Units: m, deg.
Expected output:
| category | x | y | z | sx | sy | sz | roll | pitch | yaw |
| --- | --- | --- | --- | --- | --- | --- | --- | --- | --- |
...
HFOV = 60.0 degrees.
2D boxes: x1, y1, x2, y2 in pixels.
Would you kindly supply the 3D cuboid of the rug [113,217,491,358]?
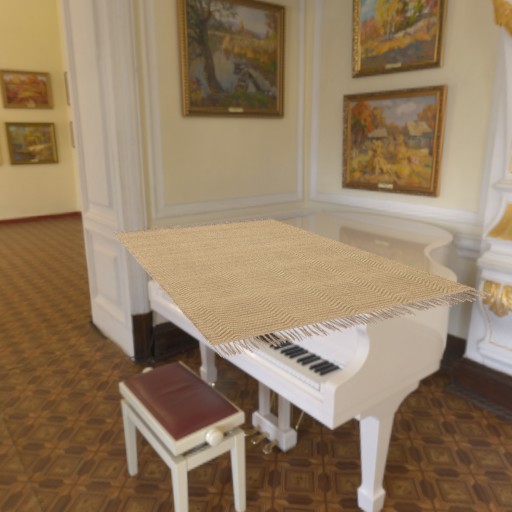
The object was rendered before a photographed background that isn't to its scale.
| category | x | y | z | sx | sy | sz | roll | pitch | yaw |
| --- | --- | --- | --- | --- | --- | --- | --- | --- | --- |
| rug | 0.000 | 0.000 | 2.460 | 1.224 | 0.027 | 2.021 | -7 | 17 | -25 |
